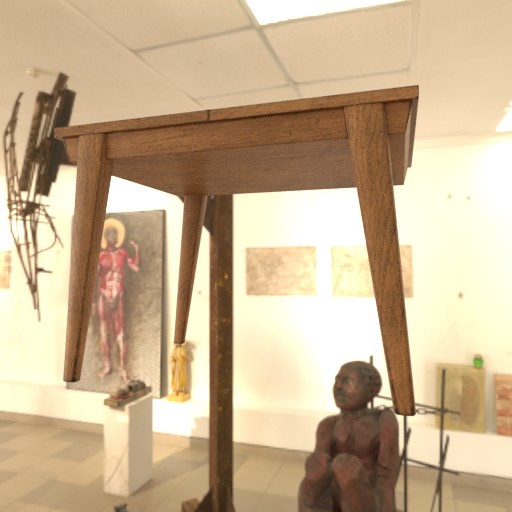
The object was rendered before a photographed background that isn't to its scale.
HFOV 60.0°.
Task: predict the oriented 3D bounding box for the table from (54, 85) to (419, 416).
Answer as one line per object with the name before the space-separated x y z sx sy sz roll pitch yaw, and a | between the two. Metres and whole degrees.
table | 0.000 0.000 1.521 1.027 0.760 0.757 0 -1 18
